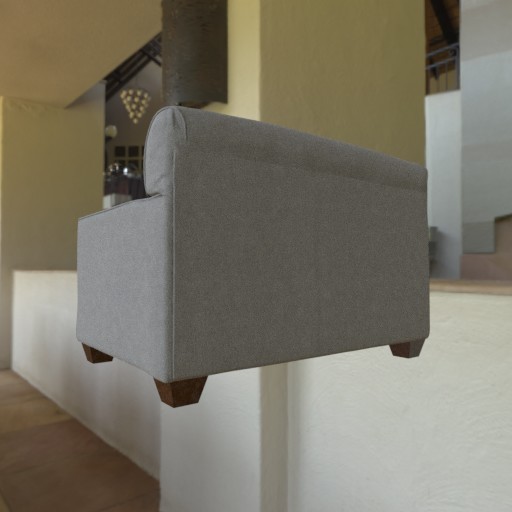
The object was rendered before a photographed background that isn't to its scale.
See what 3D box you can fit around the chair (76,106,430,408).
[{"bbox_3d":[0.000,0.000,2.075,1.395,0.953,0.992,1,-2,-37],"label":"chair"}]
